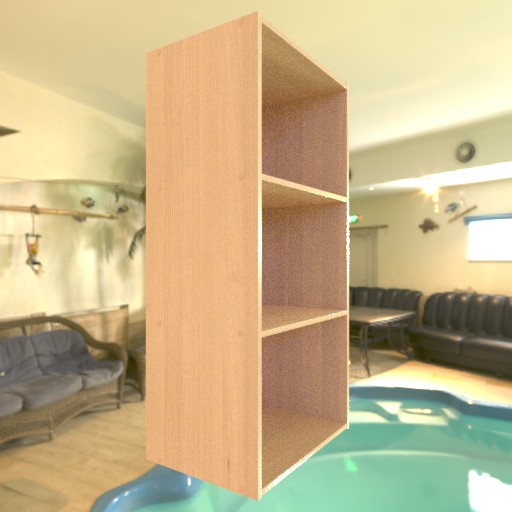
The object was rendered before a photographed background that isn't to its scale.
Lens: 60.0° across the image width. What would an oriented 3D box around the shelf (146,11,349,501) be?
[{"bbox_3d":[0.000,0.000,1.045,0.292,0.876,0.417,0,0,34],"label":"shelf"}]
